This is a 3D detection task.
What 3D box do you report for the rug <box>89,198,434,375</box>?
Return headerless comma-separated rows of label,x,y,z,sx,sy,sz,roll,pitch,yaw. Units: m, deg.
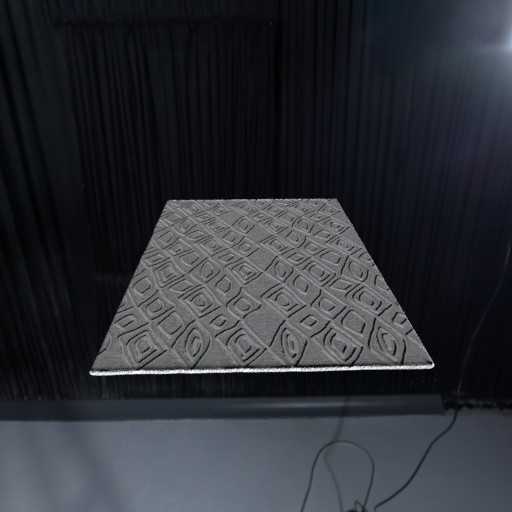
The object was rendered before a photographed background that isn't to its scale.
rug,0.000,0.000,2.377,1.224,0.016,1.832,-1,26,-2
